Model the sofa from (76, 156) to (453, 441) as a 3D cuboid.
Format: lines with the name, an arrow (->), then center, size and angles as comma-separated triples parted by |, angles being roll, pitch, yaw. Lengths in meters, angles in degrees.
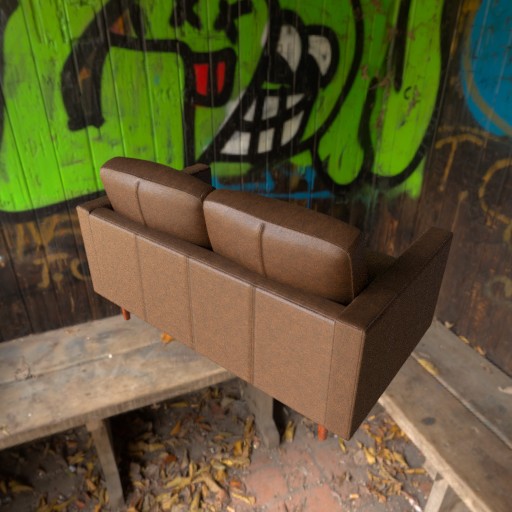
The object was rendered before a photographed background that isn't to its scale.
sofa -> 0.000, 0.000, 2.196 | 1.578, 0.951, 0.909 | 21, 36, 33
